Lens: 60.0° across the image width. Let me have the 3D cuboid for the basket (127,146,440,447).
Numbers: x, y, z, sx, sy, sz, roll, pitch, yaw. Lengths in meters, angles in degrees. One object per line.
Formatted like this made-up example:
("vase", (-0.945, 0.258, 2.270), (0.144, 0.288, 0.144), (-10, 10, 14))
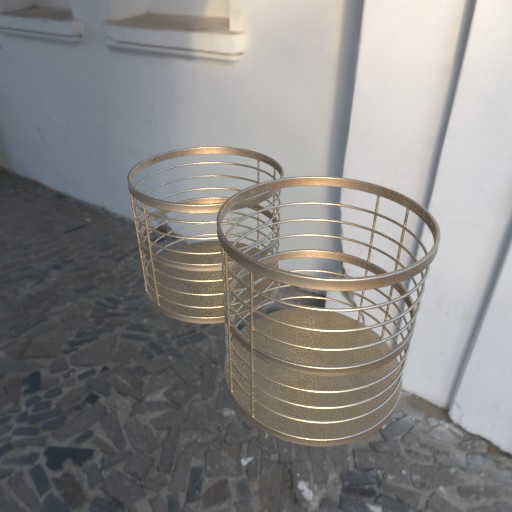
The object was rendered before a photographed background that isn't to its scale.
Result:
("basket", (0.000, 0.000, 0.951), (0.356, 0.351, 0.746), (-21, 38, -29))
